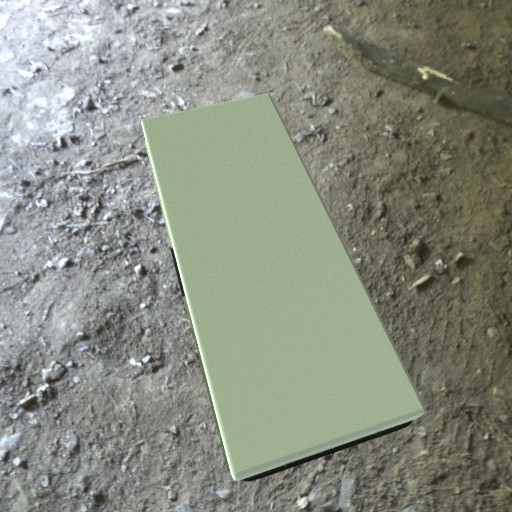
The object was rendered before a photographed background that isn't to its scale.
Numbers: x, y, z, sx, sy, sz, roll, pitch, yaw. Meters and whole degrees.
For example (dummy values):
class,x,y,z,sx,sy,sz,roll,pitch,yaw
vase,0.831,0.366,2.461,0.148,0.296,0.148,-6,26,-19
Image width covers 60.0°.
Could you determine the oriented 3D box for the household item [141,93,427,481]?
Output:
class,x,y,z,sx,sy,sz,roll,pitch,yaw
household item,0.000,0.000,2.177,0.787,0.356,1.905,-15,60,-9
